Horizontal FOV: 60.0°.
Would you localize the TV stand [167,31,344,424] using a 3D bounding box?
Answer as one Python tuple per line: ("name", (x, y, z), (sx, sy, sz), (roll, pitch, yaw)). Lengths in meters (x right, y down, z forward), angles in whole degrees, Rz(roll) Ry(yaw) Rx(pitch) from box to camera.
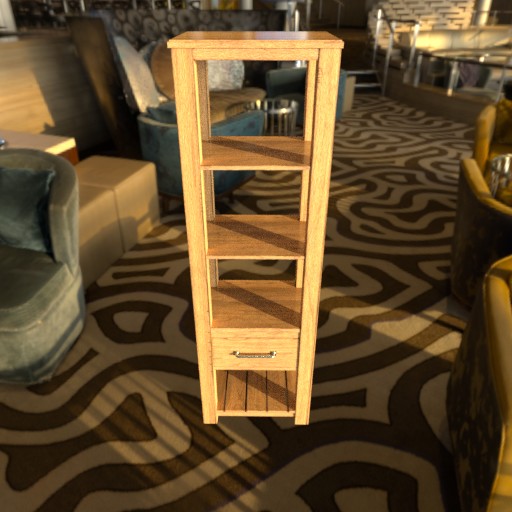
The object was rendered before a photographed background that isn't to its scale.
("TV stand", (0.000, 0.000, 2.047), (0.565, 1.828, 0.435), (0, 30, 1))
